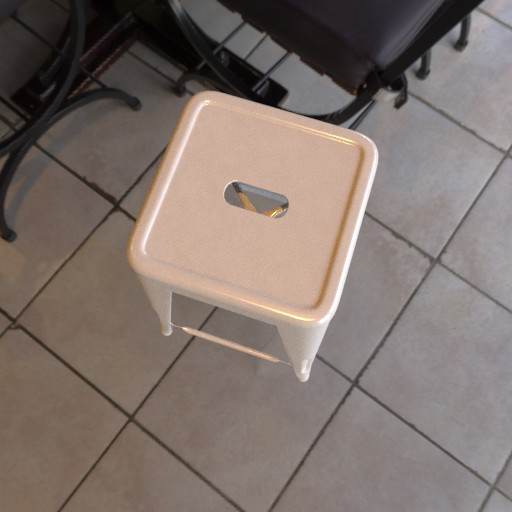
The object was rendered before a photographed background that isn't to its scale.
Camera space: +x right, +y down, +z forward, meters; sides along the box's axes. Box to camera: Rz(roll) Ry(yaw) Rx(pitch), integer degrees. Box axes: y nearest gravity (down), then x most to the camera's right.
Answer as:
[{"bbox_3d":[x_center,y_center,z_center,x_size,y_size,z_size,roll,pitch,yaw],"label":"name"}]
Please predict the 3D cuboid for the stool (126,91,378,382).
[{"bbox_3d":[0.000,0.000,0.901,0.406,0.610,0.406,18,76,5],"label":"stool"}]
